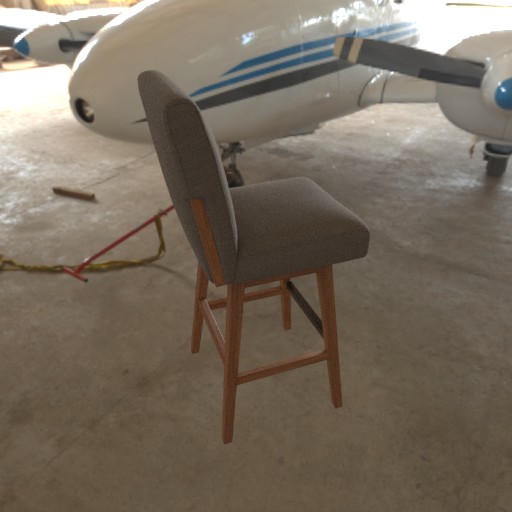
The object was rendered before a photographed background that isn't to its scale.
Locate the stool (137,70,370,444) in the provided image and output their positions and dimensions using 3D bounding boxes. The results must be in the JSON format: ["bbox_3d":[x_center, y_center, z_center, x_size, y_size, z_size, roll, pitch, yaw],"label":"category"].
[{"bbox_3d":[0.000,0.000,1.437,0.570,1.112,0.483,-11,33,-17],"label":"stool"}]
